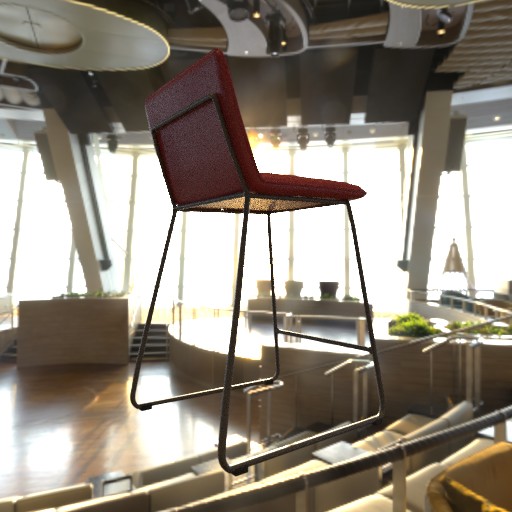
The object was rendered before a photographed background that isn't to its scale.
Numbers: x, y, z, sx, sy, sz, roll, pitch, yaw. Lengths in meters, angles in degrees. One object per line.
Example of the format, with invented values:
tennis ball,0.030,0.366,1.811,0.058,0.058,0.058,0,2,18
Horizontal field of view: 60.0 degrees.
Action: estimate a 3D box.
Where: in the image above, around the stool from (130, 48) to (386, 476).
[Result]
stool,0.000,0.000,1.199,0.524,0.866,0.489,0,-1,-37
